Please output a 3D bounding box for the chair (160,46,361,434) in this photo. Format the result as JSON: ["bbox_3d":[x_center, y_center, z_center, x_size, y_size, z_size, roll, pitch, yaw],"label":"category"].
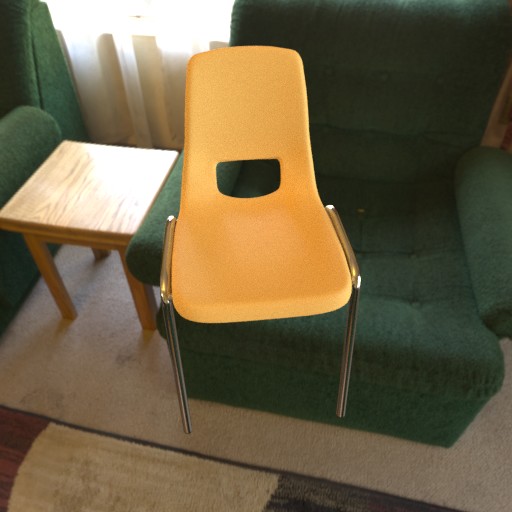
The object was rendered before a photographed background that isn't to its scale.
[{"bbox_3d":[0.000,0.000,0.937,0.381,0.704,0.436,-4,46,-4],"label":"chair"}]
